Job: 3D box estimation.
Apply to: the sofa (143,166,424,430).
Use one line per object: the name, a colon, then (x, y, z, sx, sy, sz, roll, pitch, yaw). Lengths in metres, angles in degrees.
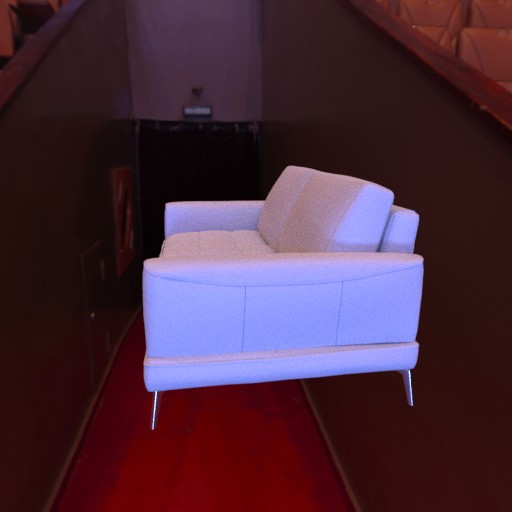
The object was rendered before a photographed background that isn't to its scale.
sofa: (0.000, 0.000, 2.474, 1.121, 0.930, 1.819, -2, 14, -8)
